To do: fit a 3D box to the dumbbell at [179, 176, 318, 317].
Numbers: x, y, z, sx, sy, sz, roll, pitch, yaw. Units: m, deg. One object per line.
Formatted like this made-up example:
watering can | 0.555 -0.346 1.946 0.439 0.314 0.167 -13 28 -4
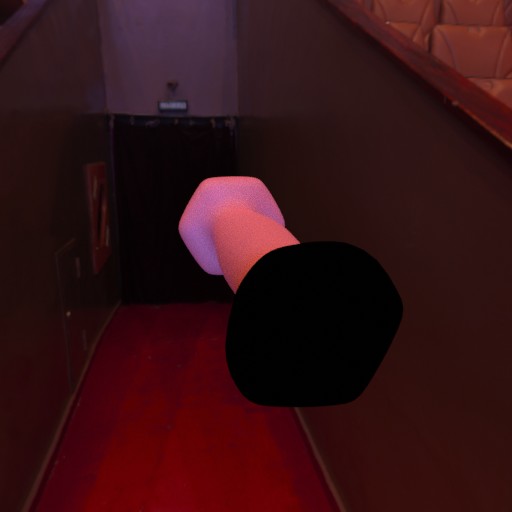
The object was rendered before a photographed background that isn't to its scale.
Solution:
dumbbell | 0.000 0.000 0.145 0.047 0.043 0.123 -3 15 -11
